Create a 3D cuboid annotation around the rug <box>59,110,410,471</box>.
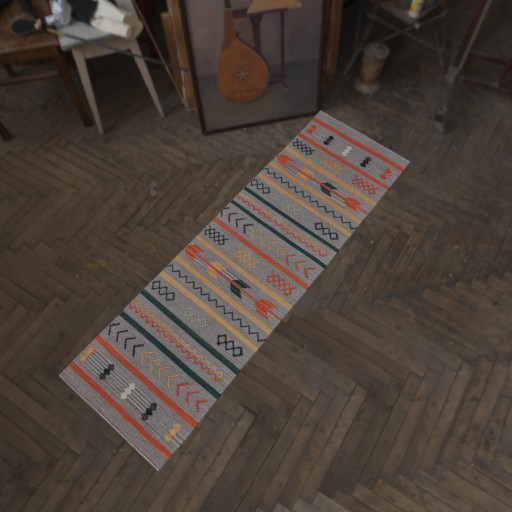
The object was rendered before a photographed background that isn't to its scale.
[{"bbox_3d":[0.000,0.000,2.671,0.744,0.022,2.419,36,69,16],"label":"rug"}]
